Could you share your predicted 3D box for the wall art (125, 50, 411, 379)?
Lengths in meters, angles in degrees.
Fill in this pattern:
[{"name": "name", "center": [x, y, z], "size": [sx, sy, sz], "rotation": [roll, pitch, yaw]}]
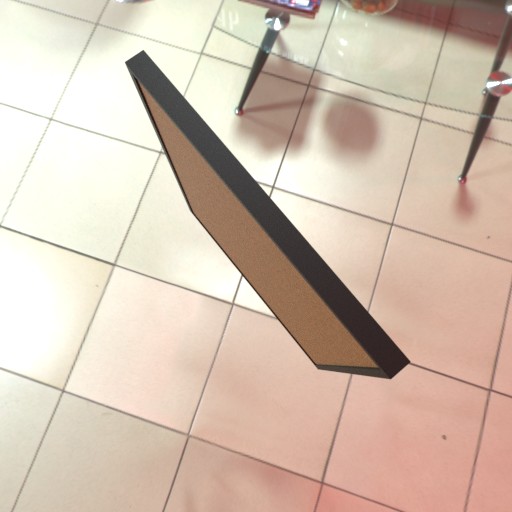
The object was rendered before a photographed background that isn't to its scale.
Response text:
[{"name": "wall art", "center": [0.000, 0.000, 0.530], "size": [0.019, 0.381, 0.330], "rotation": [-38, 80, -8]}]
